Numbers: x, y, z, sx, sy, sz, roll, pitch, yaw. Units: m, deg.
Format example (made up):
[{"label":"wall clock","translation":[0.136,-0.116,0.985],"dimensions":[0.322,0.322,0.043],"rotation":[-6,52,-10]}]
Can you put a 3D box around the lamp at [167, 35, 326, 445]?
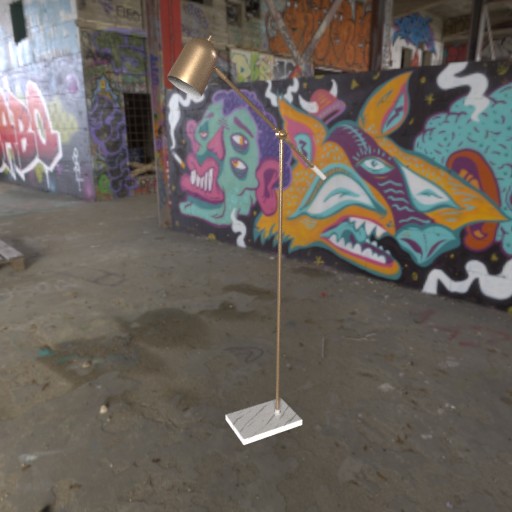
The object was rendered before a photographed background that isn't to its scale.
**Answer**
[{"label":"lamp","translation":[0.000,0.000,1.791],"dimensions":[0.653,1.594,0.194],"rotation":[-8,18,-26]}]
